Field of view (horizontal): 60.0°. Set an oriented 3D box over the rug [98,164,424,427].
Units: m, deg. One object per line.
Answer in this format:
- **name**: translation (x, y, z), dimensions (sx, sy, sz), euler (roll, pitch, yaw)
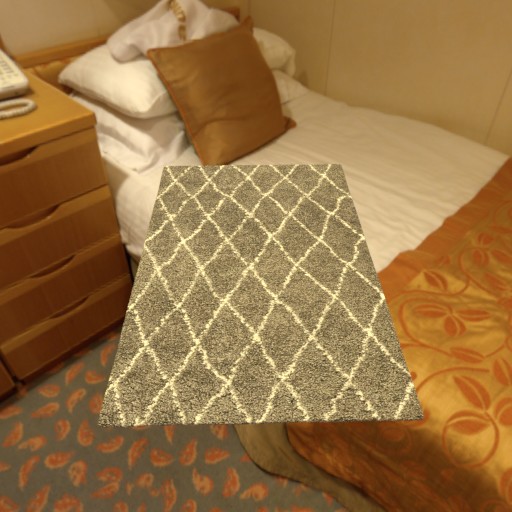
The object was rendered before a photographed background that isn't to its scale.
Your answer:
- **rug**: translation (0.000, 0.000, 3.428), dimensions (1.778, 0.030, 2.743), euler (-1, 41, -1)
